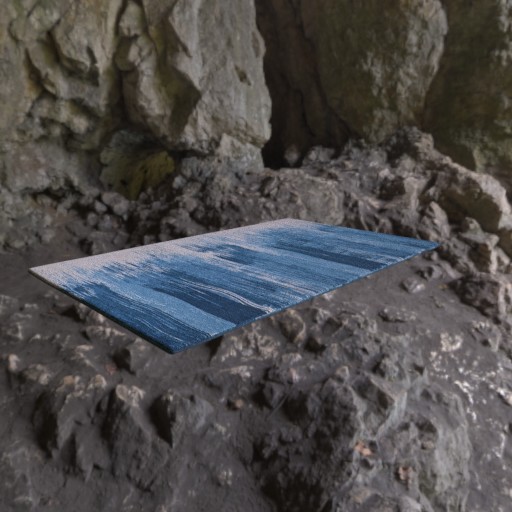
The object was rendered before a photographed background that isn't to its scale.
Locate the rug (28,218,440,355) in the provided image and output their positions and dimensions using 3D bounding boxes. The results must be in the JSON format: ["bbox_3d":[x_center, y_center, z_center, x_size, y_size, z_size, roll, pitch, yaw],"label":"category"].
[{"bbox_3d":[0.000,0.000,3.014,1.540,0.027,2.450,14,21,43],"label":"rug"}]
